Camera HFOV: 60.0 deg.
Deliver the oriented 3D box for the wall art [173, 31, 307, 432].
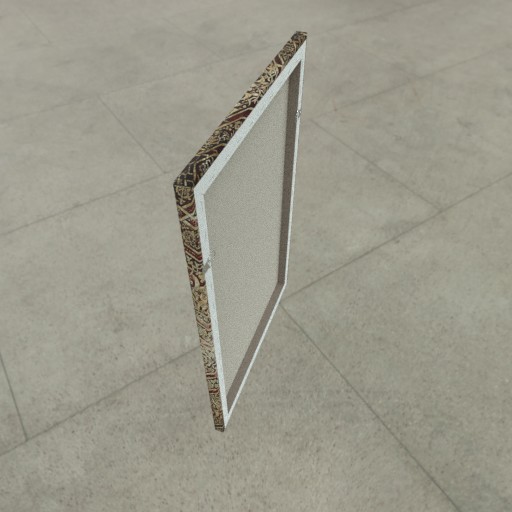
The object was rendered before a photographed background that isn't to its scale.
[{"bbox_3d":[0.000,0.000,1.155,0.030,0.904,0.599,16,49,14],"label":"wall art"}]
